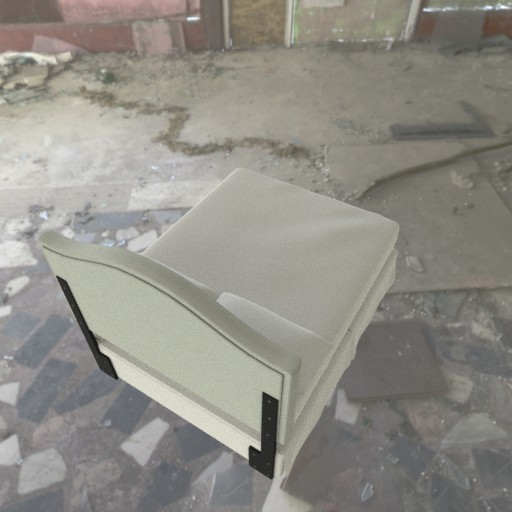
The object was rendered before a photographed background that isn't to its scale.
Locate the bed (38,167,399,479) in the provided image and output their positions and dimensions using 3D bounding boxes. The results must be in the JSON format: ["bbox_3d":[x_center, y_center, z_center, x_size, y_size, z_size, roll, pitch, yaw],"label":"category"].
[{"bbox_3d":[0.000,0.000,3.376,1.813,1.607,2.180,23,50,22],"label":"bed"}]
